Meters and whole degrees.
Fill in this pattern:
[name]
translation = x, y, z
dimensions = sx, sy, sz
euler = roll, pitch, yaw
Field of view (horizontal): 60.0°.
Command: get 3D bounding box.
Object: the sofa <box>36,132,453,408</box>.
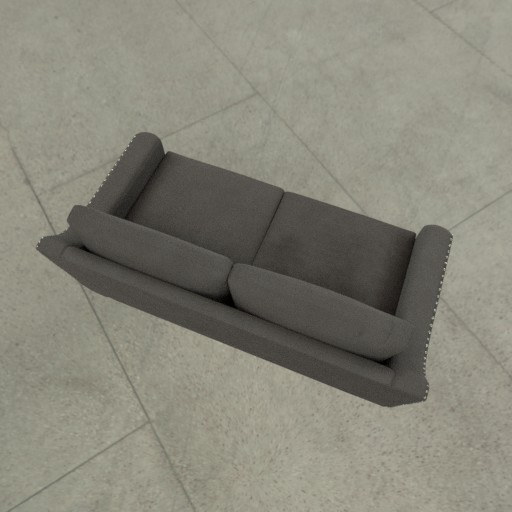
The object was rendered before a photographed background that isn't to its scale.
[sofa]
translation = 0.000, 0.000, 3.268
dimensions = 2.550, 1.196, 1.336
euler = 20, 65, 10
